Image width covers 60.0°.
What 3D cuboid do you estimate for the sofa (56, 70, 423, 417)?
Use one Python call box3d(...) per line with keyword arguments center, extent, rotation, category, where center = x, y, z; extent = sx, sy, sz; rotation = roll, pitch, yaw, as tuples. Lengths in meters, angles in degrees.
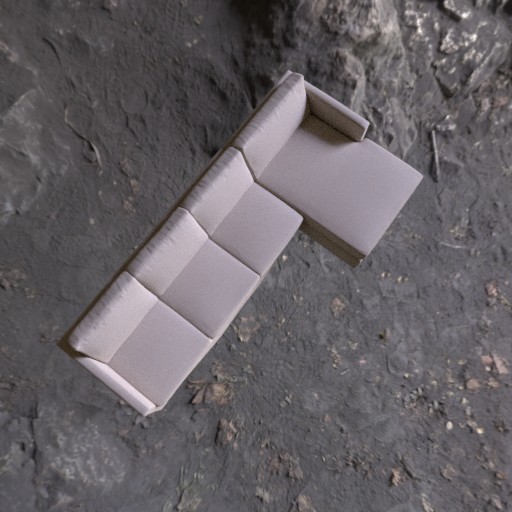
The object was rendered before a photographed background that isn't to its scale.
box3d(center=(0.000, 0.000, 3.966), extent=(1.622, 0.871, 3.206), rotation=(36, 79, 8), category="sofa")
